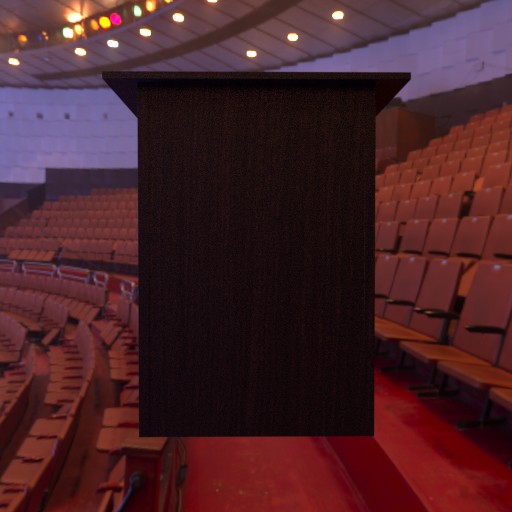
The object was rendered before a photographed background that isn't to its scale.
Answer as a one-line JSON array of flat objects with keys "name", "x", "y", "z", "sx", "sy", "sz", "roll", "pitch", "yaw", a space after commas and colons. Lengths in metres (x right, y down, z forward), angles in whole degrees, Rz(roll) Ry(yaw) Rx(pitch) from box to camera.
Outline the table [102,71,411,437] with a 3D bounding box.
[{"name": "table", "x": 0.000, "y": 0.000, "z": 1.056, "sx": 0.591, "sy": 0.711, "sz": 0.406, "roll": 0, "pitch": 1, "yaw": -1}]
